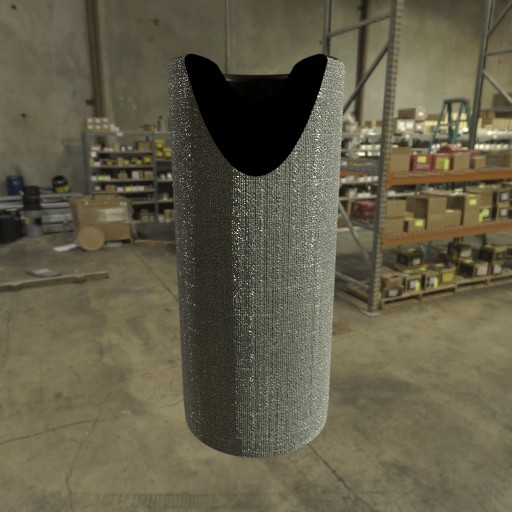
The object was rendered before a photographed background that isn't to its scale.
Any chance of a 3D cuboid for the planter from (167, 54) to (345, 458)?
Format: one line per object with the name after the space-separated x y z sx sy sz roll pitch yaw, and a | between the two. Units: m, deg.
0.000 0.000 0.128 0.045 0.103 0.045 -8 17 -26 | planter
